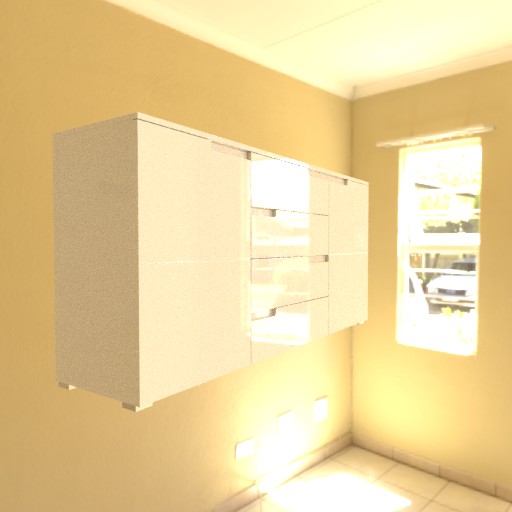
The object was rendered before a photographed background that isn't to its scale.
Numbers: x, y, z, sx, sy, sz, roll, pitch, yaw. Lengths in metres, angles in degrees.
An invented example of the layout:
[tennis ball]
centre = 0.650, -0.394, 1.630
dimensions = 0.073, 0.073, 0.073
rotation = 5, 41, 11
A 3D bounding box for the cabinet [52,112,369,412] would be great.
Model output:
[cabinet]
centre = 0.000, 0.000, 1.959
dimensions = 0.400, 0.800, 1.650
rotation = 1, 2, 35
